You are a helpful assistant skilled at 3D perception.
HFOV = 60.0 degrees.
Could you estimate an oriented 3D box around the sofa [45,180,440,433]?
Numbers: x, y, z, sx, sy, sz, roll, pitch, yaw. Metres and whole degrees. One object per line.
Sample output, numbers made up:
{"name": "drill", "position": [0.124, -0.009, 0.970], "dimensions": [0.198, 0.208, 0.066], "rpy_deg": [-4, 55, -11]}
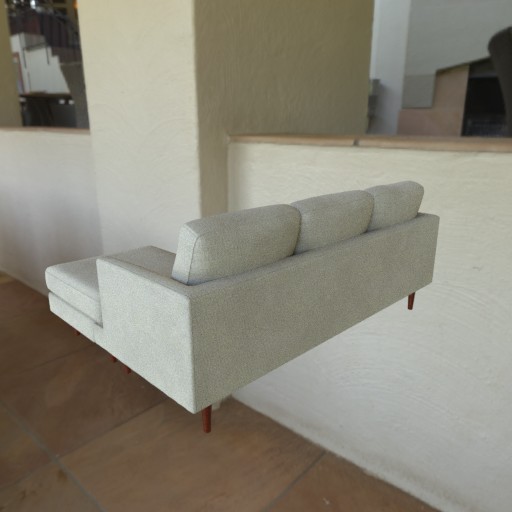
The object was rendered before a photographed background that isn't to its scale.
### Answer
{"name": "sofa", "position": [0.000, 0.000, 2.975], "dimensions": [2.233, 0.956, 1.504], "rpy_deg": [-16, 23, -43]}
